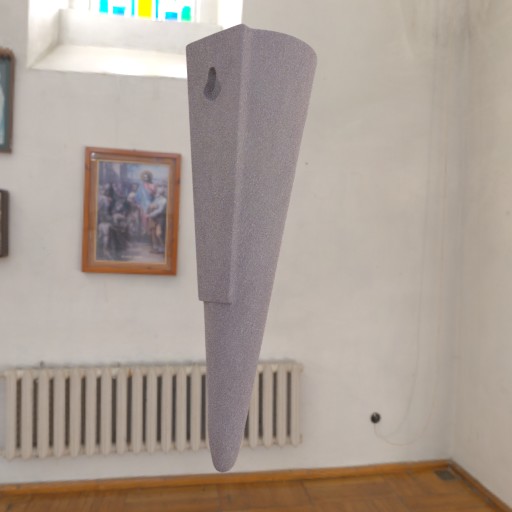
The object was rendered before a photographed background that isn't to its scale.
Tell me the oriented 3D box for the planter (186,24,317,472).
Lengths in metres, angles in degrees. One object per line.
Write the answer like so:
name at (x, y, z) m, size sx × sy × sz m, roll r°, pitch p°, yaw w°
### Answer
planter at (0.000, 0.000, 0.293) m, size 0.078 × 0.259 × 0.087 m, roll 0°, pitch 1°, yaw 37°
